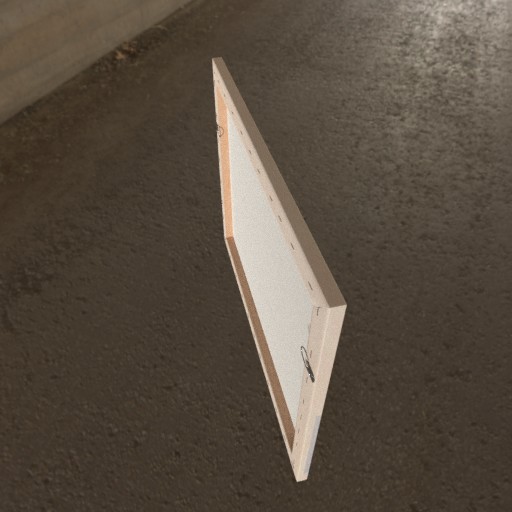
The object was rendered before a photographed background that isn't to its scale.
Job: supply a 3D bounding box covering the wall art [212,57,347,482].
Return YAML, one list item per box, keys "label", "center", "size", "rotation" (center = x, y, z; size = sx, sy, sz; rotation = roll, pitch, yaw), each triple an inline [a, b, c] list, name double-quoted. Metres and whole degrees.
- label: "wall art"
  center: [0.000, 0.000, 1.556]
  size: [0.042, 0.912, 1.219]
  rotation: [-10, 46, -10]
